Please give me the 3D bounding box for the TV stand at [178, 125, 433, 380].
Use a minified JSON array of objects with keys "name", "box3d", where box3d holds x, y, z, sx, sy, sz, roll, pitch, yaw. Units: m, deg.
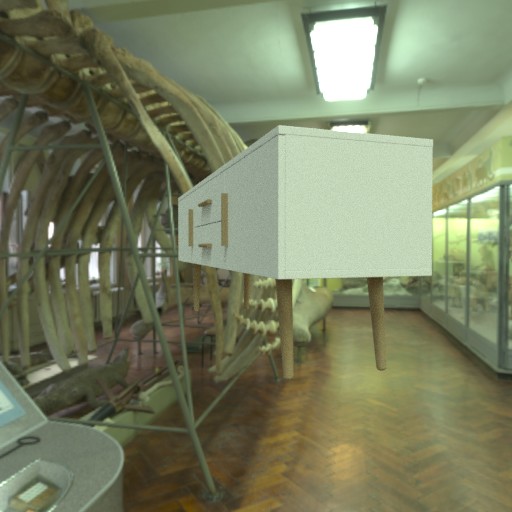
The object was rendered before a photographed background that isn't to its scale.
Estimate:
[{"name":"TV stand","box3d":[0.000,0.000,1.628,0.401,0.560,1.398,0,1,-18]}]
